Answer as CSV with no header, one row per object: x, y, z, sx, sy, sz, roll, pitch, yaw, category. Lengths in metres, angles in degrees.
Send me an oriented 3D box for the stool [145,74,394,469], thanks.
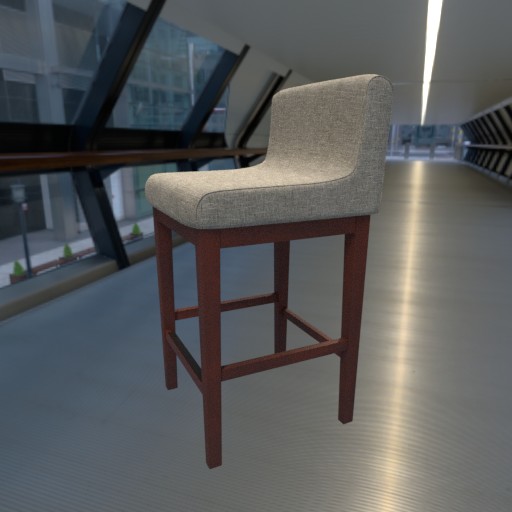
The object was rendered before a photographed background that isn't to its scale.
0.000,0.000,1.112,0.459,0.835,0.417,-7,17,-25,stool
